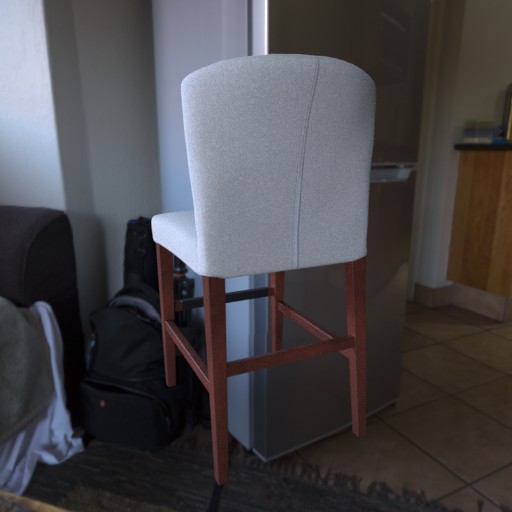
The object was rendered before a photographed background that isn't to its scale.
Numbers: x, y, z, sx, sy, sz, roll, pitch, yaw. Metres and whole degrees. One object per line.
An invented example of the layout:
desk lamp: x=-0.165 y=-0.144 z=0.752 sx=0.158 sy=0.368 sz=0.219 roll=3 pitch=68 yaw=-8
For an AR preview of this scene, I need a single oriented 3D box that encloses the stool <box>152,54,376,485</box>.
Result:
stool: x=0.000 y=0.000 z=1.256 sx=0.479 sy=0.968 sz=0.568 roll=-7 pitch=16 yaw=-25
